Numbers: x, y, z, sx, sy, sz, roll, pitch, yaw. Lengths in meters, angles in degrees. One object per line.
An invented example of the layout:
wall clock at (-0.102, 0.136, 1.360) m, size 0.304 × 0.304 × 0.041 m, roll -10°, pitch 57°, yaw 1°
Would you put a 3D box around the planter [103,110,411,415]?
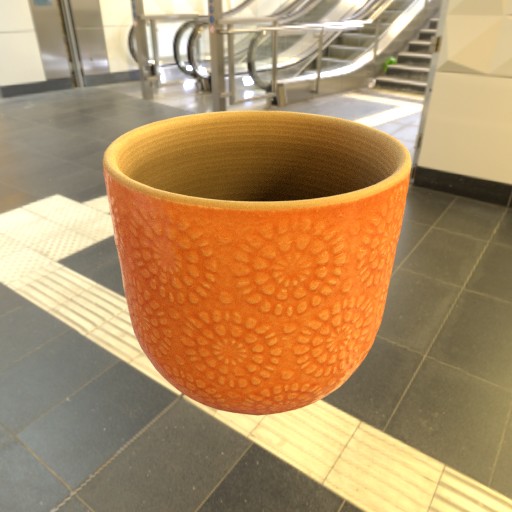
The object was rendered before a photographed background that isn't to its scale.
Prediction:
planter at (0.000, 0.000, 0.282) m, size 0.170 × 0.152 × 0.170 m, roll 0°, pitch 31°, yaw 0°
